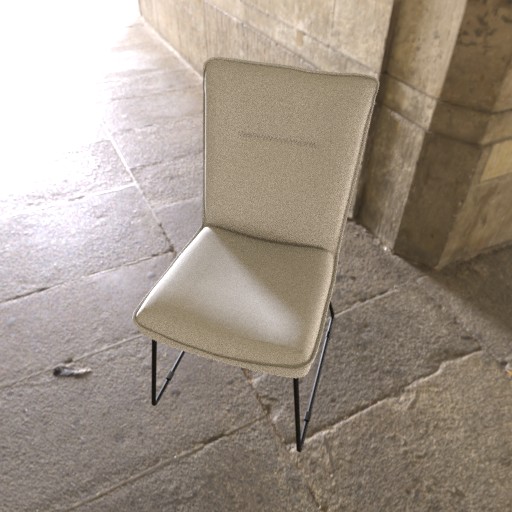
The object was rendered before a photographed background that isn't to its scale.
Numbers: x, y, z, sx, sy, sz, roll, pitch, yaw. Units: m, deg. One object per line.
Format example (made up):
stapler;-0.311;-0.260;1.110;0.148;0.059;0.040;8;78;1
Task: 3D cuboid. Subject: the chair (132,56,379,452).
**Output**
chair;0.000;0.000;1.348;0.515;0.930;0.688;12;44;13
